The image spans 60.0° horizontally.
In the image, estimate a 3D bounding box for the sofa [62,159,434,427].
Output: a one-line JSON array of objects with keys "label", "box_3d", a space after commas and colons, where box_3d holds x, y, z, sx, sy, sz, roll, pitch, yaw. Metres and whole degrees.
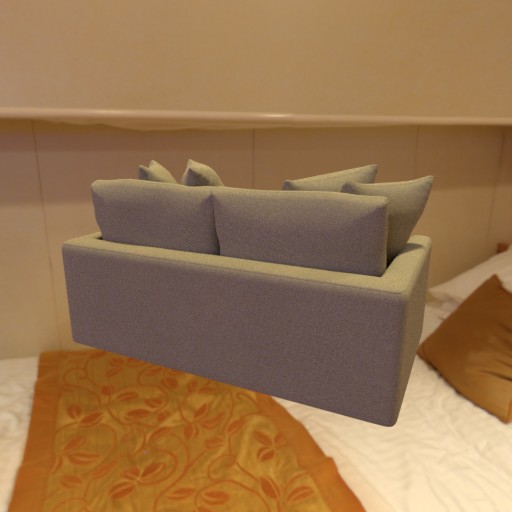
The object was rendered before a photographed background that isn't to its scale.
[{"label": "sofa", "box_3d": [0.000, 0.000, 2.630, 1.869, 1.080, 1.228, 7, 17, 25]}]
